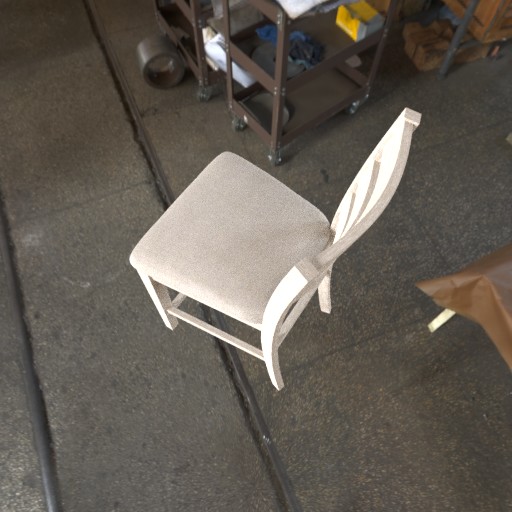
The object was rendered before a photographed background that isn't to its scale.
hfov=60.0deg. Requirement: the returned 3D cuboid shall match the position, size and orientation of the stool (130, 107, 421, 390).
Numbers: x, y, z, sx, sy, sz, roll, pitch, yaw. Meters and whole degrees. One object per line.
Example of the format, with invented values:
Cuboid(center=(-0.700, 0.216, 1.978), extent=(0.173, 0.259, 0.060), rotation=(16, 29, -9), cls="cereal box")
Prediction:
Cuboid(center=(0.000, 0.000, 1.315), extent=(0.569, 1.032, 0.484), rotation=(31, 66, 15), cls="stool")
